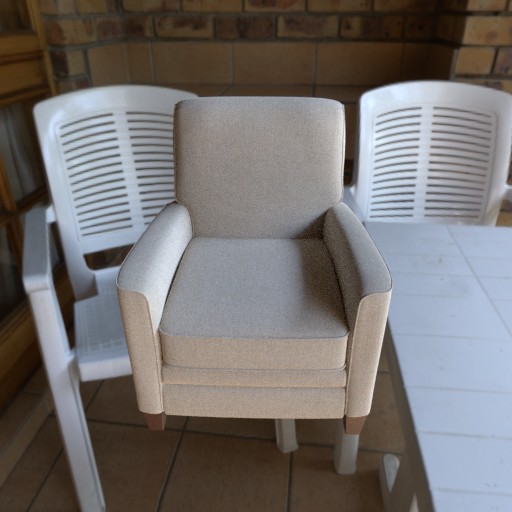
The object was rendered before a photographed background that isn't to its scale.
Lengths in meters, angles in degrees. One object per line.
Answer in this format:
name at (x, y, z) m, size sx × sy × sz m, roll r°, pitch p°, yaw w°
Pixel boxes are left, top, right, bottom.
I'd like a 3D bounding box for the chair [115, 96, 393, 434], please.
chair at (0.000, 0.000, 1.664) m, size 0.845 × 1.023 × 0.859 m, roll 1°, pitch 29°, yaw 1°
